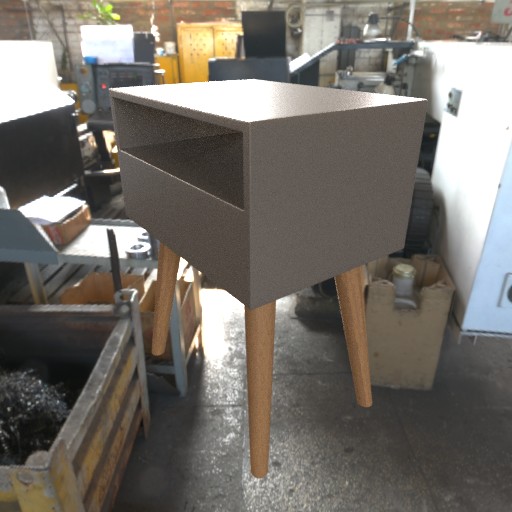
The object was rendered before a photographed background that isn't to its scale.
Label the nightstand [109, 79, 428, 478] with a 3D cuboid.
[{"bbox_3d":[0.000,0.000,0.732,0.288,0.508,0.370,-18,32,-32],"label":"nightstand"}]
